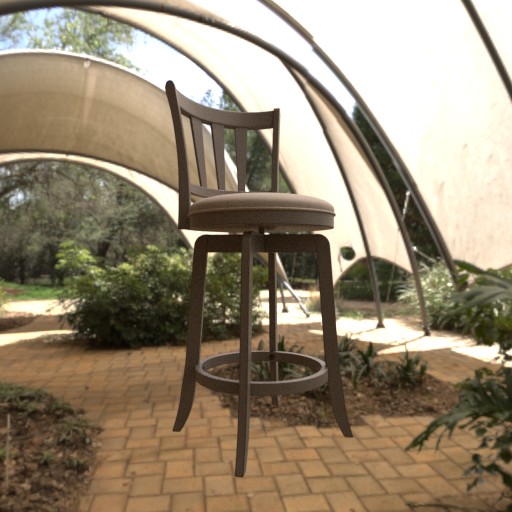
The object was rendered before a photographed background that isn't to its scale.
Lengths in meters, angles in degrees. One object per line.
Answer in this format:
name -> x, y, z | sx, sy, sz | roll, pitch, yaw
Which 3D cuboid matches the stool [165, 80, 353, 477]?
stool -> 0.000, 0.000, 1.298 | 0.436, 1.023, 0.475 | 0, 0, -36
